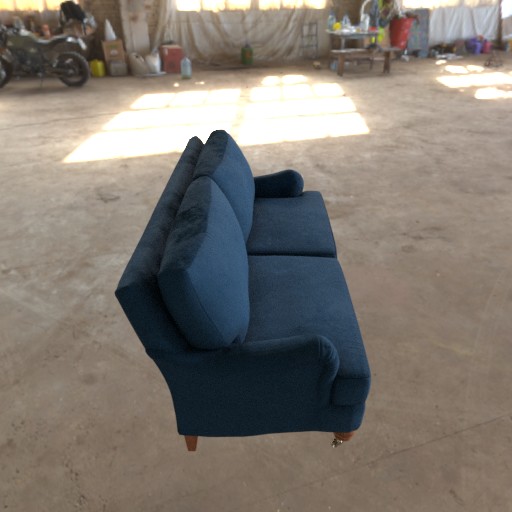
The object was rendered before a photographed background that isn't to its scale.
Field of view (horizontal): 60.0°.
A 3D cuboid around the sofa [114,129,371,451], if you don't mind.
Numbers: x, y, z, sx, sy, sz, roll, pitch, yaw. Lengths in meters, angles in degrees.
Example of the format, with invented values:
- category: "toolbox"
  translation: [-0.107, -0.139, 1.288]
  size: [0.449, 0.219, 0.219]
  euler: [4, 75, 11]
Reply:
- category: "sofa"
  translation: [0.000, 0.000, 2.821]
  size: [1.084, 1.101, 2.141]
  euler: [0, 31, 1]
